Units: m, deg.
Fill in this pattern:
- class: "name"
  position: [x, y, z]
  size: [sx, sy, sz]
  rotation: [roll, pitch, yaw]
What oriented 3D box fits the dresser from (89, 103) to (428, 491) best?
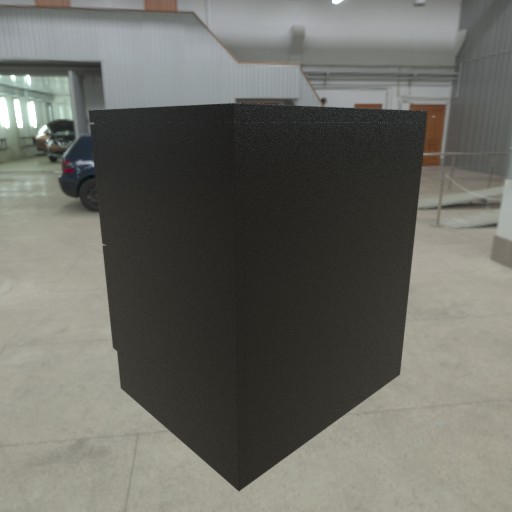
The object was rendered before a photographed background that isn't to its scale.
- class: "dresser"
  position: [0.000, 0.000, 0.755]
  size: [0.400, 0.470, 0.360]
  rotation: [-15, 22, -41]
